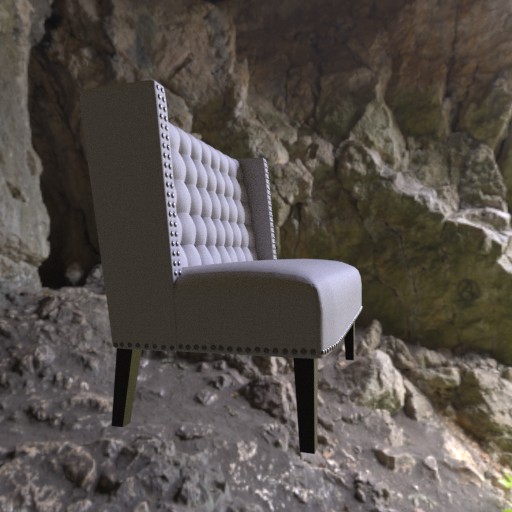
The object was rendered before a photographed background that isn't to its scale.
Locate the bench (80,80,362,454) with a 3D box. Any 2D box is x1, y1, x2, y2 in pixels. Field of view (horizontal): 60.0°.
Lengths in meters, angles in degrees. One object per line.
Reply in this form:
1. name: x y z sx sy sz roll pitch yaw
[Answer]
1. bench: 0.000 0.000 1.950 0.847 1.123 1.280 0 0 18
